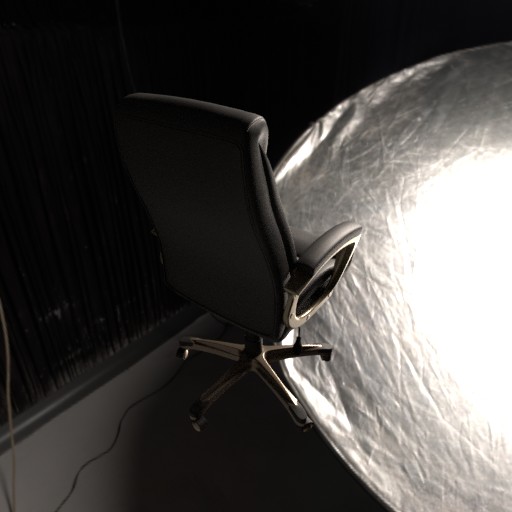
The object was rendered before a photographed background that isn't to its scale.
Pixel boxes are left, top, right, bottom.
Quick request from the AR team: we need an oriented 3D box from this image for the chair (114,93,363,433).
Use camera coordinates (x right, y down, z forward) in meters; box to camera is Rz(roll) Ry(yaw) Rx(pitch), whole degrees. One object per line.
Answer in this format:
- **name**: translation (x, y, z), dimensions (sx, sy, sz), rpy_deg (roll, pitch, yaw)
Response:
- **chair**: translation (0.000, 0.000, 1.626), dimensions (0.694, 1.188, 0.748), rpy_deg (22, 37, 32)
